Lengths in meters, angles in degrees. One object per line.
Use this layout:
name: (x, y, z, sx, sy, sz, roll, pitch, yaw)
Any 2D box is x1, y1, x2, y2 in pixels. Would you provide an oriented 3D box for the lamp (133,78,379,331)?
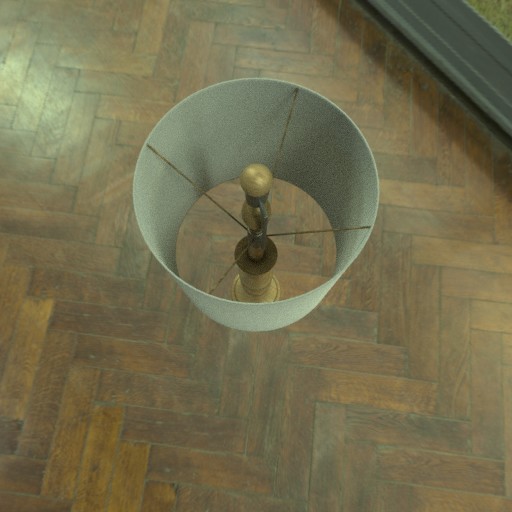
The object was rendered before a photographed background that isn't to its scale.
lamp: (0.000, 0.000, 0.716, 0.250, 0.597, 0.250, 21, 75, 6)
